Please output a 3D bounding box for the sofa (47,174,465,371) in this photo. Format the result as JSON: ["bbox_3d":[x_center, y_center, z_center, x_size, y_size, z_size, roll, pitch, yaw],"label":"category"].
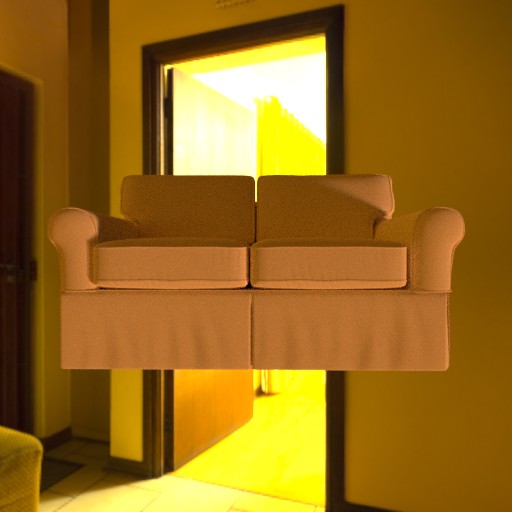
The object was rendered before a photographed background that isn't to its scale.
[{"bbox_3d":[0.000,0.000,2.277,1.727,0.940,0.991,0,0,1],"label":"sofa"}]
